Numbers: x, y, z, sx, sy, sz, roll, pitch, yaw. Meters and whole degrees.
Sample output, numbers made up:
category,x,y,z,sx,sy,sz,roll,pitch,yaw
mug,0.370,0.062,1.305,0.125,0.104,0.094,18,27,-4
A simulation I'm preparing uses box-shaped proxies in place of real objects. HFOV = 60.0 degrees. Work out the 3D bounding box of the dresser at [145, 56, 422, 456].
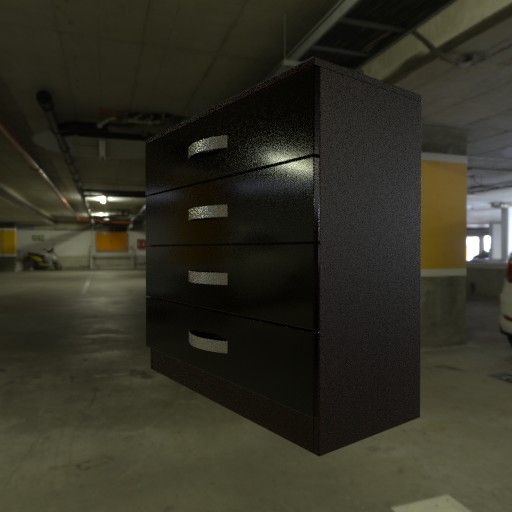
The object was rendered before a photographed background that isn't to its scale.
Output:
category,x,y,z,sx,sy,sz,roll,pitch,yaw
dresser,0.000,0.000,1.183,0.360,0.720,0.750,-1,1,-37
